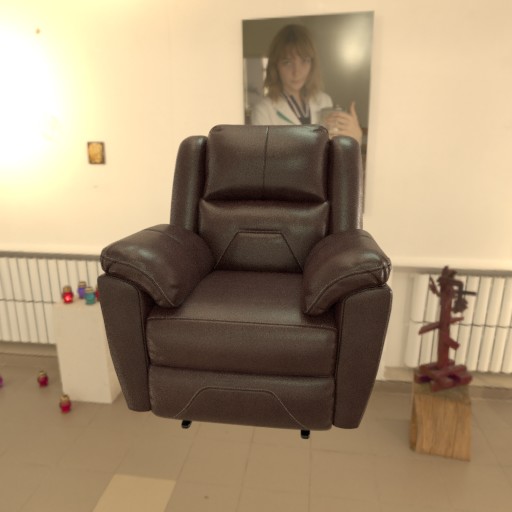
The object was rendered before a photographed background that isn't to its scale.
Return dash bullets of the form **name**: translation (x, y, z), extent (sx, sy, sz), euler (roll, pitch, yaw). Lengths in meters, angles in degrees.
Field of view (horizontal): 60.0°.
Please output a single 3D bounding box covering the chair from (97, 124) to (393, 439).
- **chair**: translation (0.000, 0.000, 1.889), extent (0.990, 1.093, 1.041), euler (2, 16, 7)
